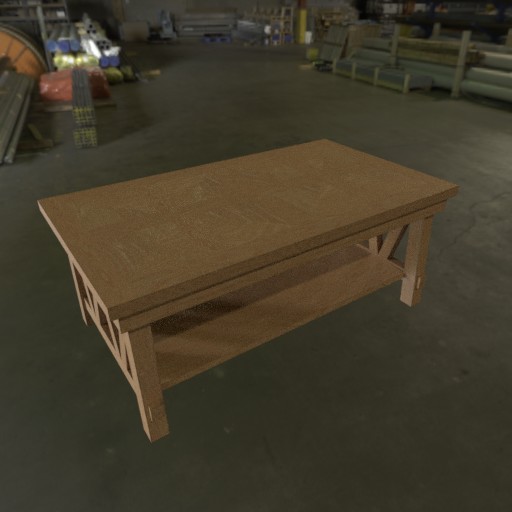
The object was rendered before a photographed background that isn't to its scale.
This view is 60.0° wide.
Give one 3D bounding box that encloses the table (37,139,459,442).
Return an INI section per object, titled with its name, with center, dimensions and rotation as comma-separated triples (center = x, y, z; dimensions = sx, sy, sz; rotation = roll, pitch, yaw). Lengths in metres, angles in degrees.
[table]
center = 0.000, 0.000, 1.654
dimensions = 1.270, 0.507, 0.711
rotation = -19, 36, -29
